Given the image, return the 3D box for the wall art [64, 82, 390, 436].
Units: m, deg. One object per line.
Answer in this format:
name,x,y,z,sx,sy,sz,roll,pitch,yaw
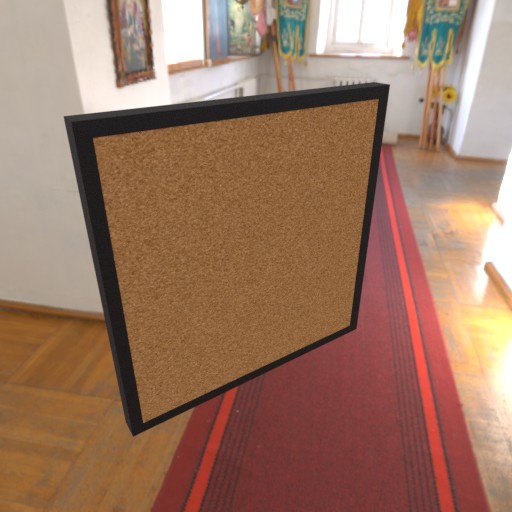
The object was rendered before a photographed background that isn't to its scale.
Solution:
wall art,0.000,0.000,0.738,0.506,0.503,0.036,-18,34,-29
